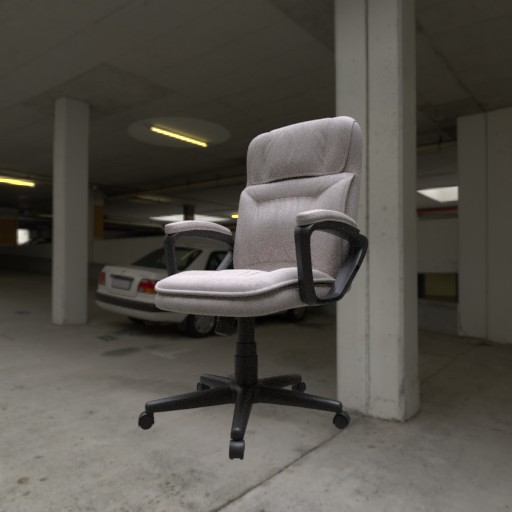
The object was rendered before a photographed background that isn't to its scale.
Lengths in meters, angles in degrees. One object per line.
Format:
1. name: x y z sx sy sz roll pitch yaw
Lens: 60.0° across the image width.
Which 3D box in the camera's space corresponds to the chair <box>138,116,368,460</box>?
1. chair: 0.000 0.000 1.574 0.667 1.105 0.724 -1 -1 37
